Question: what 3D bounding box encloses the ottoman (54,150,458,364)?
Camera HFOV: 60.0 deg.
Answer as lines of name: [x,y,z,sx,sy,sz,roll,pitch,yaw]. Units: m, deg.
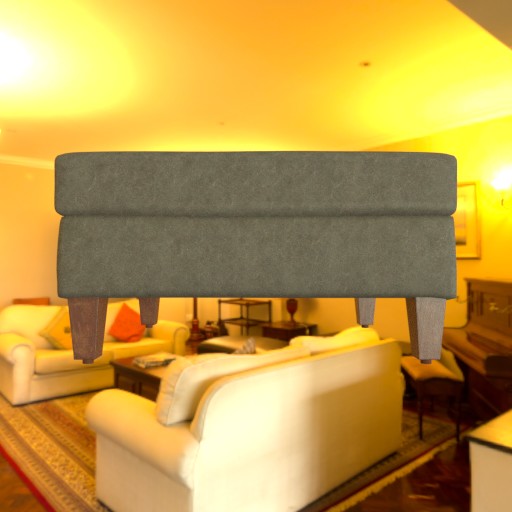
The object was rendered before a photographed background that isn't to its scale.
ottoman: [0.000,0.000,1.209,0.839,0.464,0.639,0,-1,0]
